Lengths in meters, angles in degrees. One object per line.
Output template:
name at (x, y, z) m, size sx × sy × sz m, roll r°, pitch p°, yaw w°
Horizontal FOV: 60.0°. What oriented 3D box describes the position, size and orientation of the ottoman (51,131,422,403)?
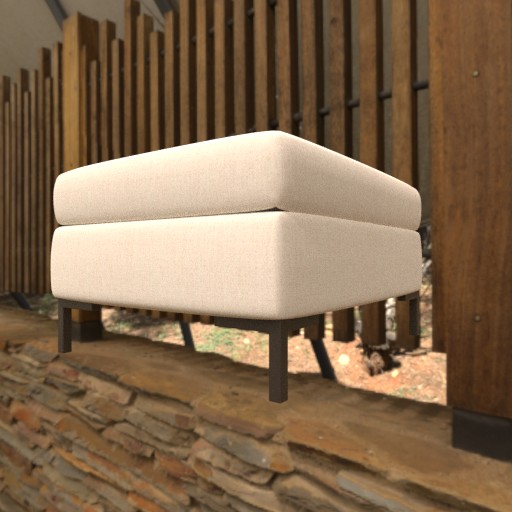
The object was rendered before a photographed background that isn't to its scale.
ottoman at (0.000, 0.000, 1.160) m, size 0.657 × 0.453 × 0.794 m, roll 0°, pitch 0°, yaw 36°
